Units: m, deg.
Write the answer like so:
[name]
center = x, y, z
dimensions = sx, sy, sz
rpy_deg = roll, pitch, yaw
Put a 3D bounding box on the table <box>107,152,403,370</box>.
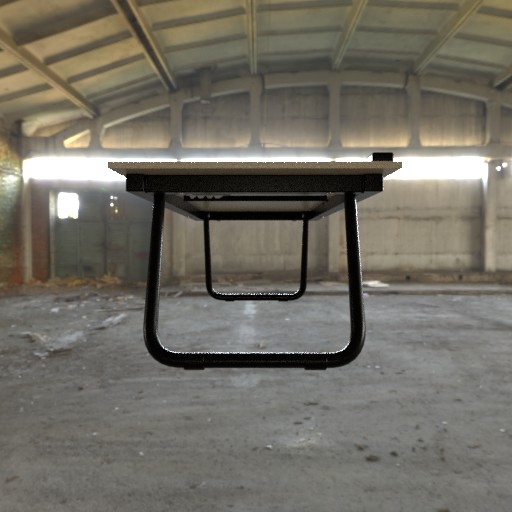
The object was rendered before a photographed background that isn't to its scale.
[table]
center = 0.000, 0.000, 0.805
dimensions = 0.322, 0.242, 0.644
rpy_deg = 0, 1, 0
